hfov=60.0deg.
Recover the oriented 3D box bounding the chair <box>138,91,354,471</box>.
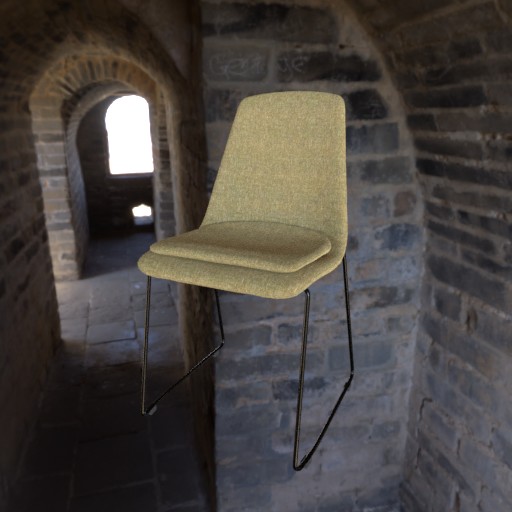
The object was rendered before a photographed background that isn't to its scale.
[{"bbox_3d":[0.000,0.000,1.175,0.479,0.849,0.496,8,18,25],"label":"chair"}]
